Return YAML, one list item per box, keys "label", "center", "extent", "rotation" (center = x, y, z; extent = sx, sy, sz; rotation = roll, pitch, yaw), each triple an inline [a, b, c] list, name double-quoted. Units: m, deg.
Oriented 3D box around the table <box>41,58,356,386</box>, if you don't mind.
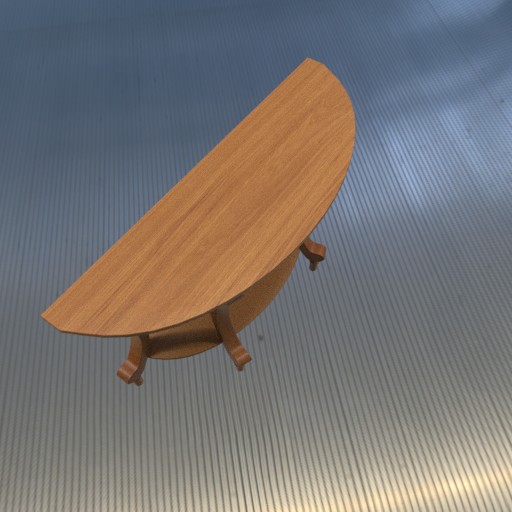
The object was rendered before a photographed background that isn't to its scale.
- label: "table"
  center: [0.000, 0.000, 1.528]
  extent: [0.394, 0.692, 1.198]
  rotation: [31, 63, 17]
